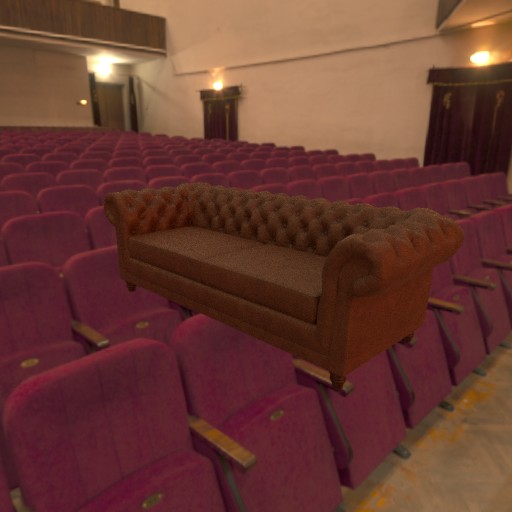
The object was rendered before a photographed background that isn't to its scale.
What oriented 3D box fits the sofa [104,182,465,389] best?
[{"bbox_3d":[0.000,0.000,2.942,0.944,0.783,2.385,-15,21,-43],"label":"sofa"}]
